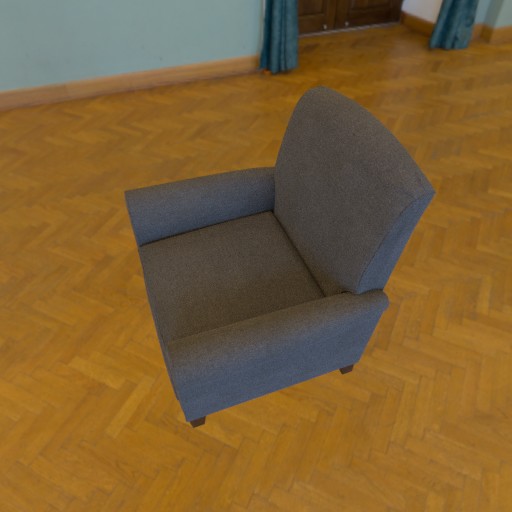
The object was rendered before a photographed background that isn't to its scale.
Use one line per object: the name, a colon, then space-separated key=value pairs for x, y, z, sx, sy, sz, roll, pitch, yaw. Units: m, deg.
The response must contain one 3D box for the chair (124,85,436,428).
chair: x=0.000 y=0.000 z=1.780 sx=0.905 sy=1.061 sz=0.978 roll=-15 pitch=48 yaw=-14
